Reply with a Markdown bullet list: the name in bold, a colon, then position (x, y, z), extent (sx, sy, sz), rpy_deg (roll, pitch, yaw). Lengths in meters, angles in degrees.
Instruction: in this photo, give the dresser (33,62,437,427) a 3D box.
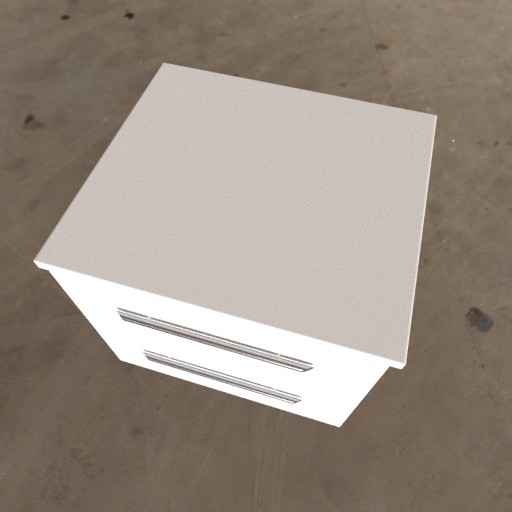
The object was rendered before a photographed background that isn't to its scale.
- **dresser**: position (0.000, 0.000, 0.730), extent (0.430, 0.360, 0.400), rpy_deg (14, 59, 9)
